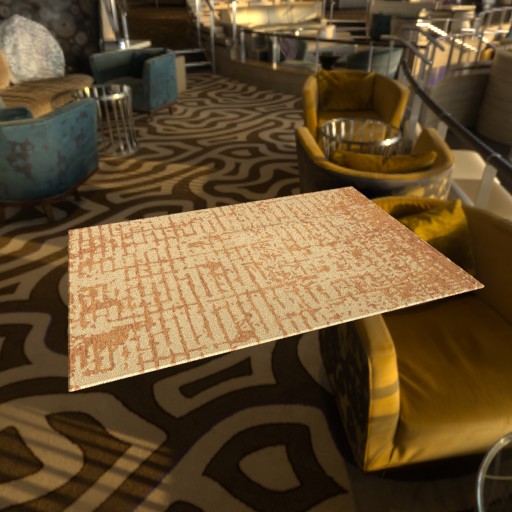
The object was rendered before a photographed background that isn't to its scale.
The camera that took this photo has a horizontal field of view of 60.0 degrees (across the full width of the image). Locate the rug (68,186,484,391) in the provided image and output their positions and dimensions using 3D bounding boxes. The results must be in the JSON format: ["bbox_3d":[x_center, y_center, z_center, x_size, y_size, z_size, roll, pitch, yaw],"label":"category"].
[{"bbox_3d":[0.000,0.000,2.292,1.829,0.011,1.219,-11,34,-17],"label":"rug"}]
